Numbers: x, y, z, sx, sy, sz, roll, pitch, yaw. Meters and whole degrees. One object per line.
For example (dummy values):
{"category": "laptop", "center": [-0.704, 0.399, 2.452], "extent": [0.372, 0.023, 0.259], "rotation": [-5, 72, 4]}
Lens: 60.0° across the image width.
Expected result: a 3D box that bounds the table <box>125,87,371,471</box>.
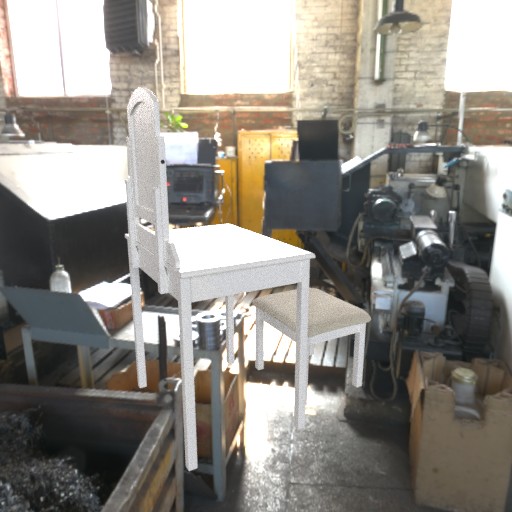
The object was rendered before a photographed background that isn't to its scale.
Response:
{"category": "table", "center": [0.000, 0.000, 2.373], "extent": [1.211, 1.631, 0.876], "rotation": [-8, 16, -29]}
